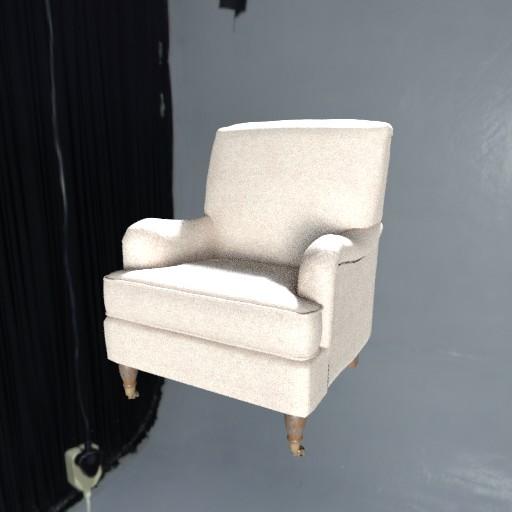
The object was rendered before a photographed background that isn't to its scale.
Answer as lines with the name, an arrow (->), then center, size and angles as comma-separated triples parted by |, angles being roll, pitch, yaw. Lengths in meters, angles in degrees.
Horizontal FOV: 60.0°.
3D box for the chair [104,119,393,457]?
chair -> 0.000, 0.000, 1.835 | 0.879, 1.119, 0.953 | 7, 15, 27
